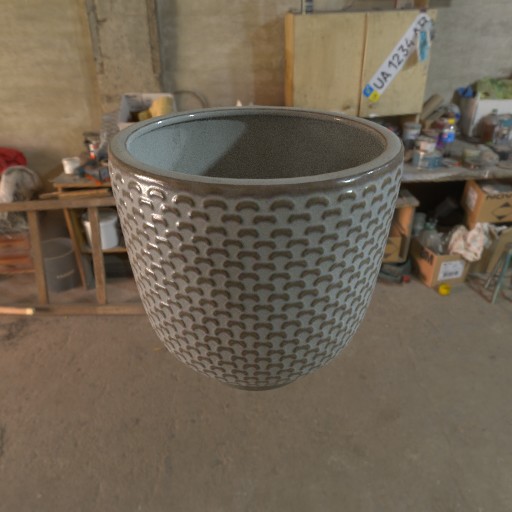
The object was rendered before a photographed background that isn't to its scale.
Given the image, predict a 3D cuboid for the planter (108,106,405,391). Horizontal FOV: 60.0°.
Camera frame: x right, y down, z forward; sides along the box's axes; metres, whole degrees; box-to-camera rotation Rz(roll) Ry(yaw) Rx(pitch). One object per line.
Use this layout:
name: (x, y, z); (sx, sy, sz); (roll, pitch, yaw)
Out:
planter: (0.000, 0.000, 0.348); (0.197, 0.191, 0.197); (0, 30, 0)
